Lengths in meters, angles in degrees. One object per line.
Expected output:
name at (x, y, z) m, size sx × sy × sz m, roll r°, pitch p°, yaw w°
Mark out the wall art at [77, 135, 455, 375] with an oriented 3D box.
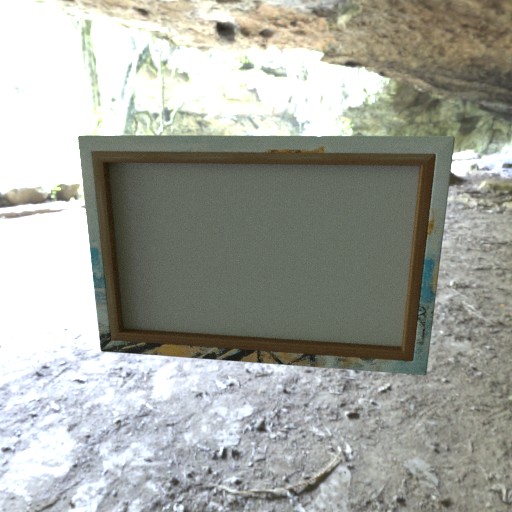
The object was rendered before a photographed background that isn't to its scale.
wall art at (0.000, 0.000, 1.163) m, size 0.913 × 0.609 × 0.038 m, roll 2°, pitch 16°, yaw 8°
